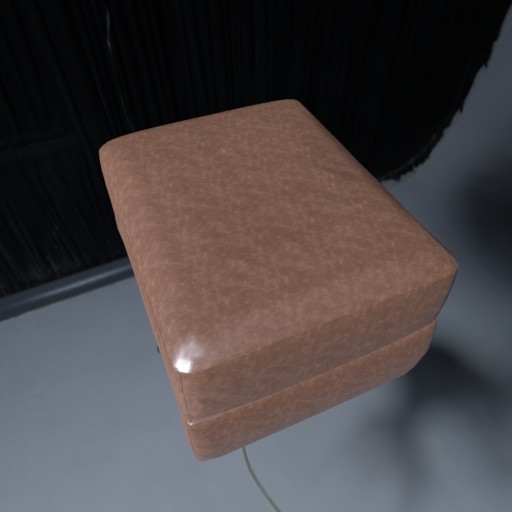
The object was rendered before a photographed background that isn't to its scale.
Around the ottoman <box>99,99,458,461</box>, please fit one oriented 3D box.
[{"bbox_3d":[0.000,0.000,1.131,0.603,0.476,0.751,-18,50,-16],"label":"ottoman"}]
